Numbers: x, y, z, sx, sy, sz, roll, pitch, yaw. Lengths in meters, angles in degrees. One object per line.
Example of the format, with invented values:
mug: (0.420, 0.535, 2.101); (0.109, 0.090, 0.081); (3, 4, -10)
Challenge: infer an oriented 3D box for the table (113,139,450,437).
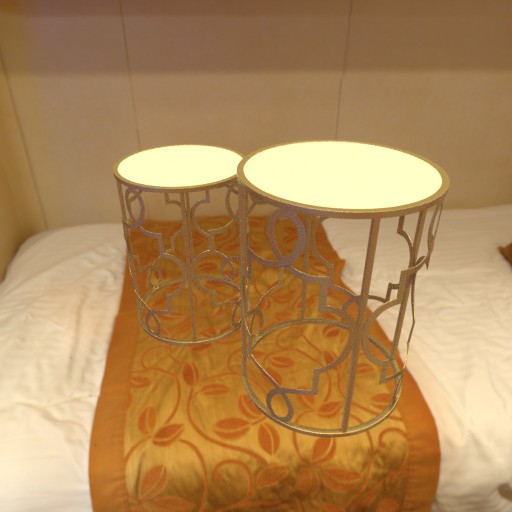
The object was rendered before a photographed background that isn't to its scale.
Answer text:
table: (0.000, 0.000, 1.157); (0.846, 0.564, 0.420); (21, 36, 31)
